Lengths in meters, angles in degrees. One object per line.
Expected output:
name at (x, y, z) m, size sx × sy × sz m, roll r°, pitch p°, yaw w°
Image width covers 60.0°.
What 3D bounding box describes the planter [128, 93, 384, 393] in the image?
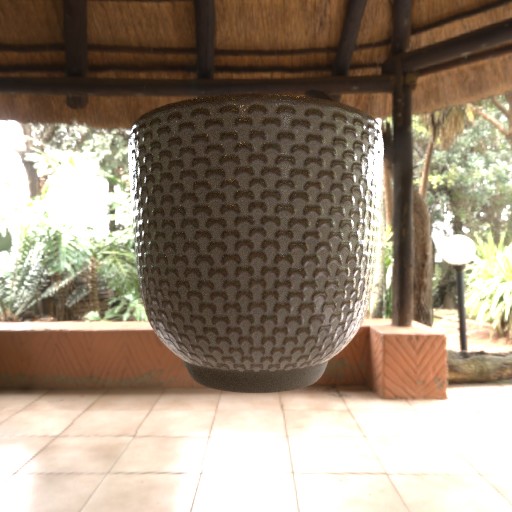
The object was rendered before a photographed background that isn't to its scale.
planter at (0.000, 0.000, 0.355) m, size 0.197 × 0.191 × 0.197 m, roll 0°, pitch 0°, yaw 0°
